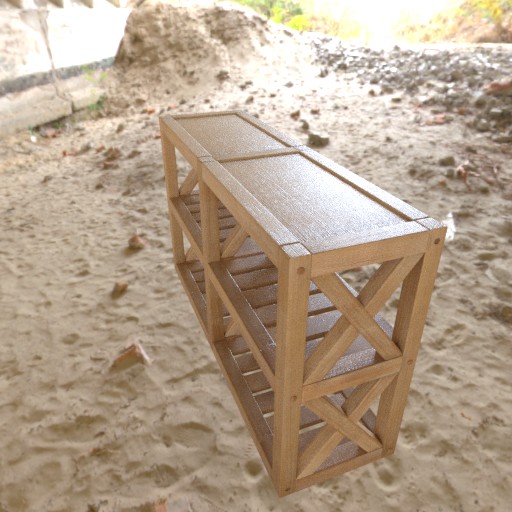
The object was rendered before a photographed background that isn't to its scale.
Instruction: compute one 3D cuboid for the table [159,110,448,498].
[{"bbox_3d":[0.000,0.000,1.616,0.381,0.762,1.320,-11,32,-19],"label":"table"}]
